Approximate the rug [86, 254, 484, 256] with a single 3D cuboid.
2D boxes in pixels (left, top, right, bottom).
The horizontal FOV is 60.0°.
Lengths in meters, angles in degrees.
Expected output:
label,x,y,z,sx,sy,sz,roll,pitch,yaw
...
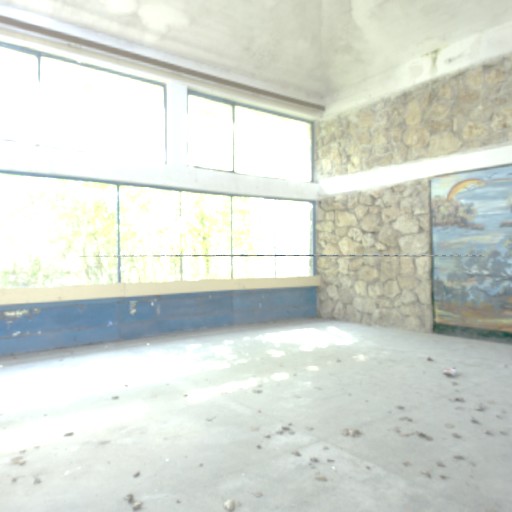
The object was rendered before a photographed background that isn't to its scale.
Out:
label,x,y,z,sx,sy,sz,roll,pitch,yaw
rug,0.000,0.000,4.175,2.453,0.008,3.059,0,0,-36
